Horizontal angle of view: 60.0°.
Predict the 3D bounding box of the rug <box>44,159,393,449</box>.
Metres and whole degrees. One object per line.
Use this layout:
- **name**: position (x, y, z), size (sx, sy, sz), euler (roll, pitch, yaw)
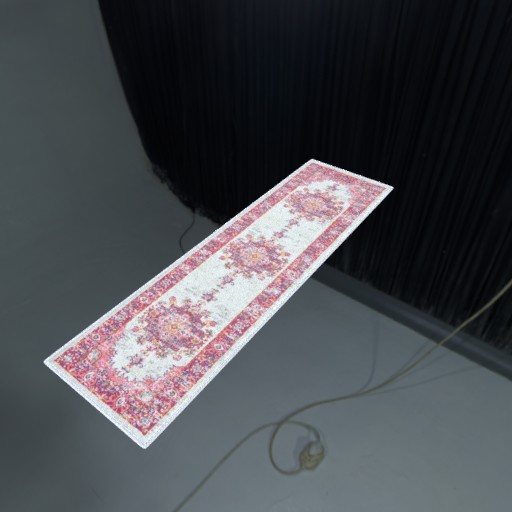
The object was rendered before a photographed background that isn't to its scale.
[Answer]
- **rug**: position (0.000, 0.000, 2.521), size (0.666, 0.011, 2.294), euler (26, 47, 27)
